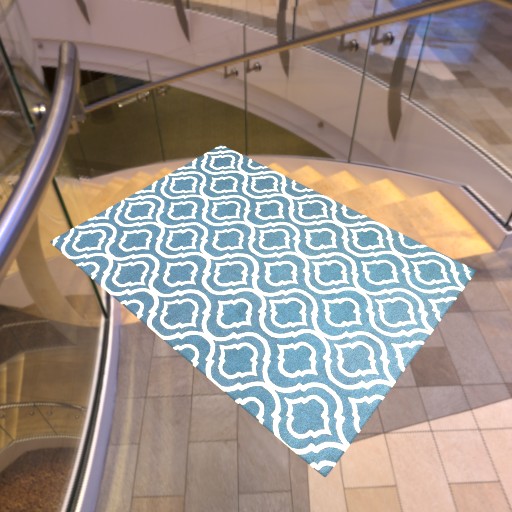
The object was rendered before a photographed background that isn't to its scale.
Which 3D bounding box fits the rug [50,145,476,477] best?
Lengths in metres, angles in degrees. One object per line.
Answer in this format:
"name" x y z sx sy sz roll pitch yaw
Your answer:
"rug" 0.000 0.000 4.284 3.353 0.010 2.438 32 53 28
